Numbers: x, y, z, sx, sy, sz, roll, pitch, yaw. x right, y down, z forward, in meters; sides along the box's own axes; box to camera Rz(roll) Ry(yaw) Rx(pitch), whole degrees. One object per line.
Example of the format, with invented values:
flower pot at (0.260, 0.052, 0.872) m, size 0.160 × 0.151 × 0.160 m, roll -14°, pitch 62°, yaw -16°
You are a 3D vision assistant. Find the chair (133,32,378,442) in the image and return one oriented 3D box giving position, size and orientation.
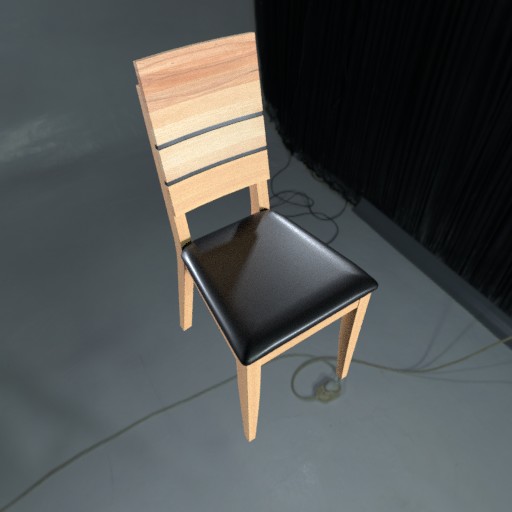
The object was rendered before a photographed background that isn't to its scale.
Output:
chair at (0.000, 0.000, 1.183) m, size 0.410 × 0.940 × 0.520 m, roll -26°, pitch 51°, yaw -23°
